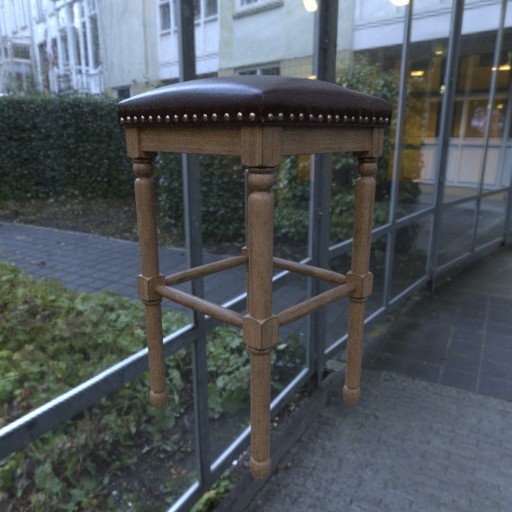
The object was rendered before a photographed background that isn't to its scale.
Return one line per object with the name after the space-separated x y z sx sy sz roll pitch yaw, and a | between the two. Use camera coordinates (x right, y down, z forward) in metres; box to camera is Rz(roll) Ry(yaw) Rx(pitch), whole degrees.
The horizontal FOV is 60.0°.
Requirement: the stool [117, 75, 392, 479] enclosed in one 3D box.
0.000 0.000 0.933 0.383 0.702 0.382 14 21 41 | stool
